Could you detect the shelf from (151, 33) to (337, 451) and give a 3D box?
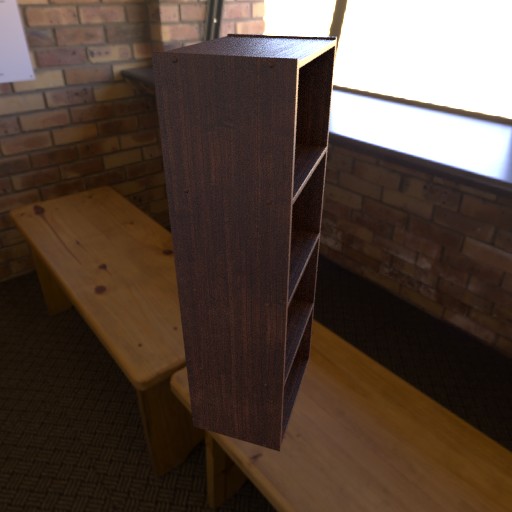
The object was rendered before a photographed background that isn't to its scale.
[{"bbox_3d":[0.000,0.000,1.266,0.290,1.099,0.415,10,33,16],"label":"shelf"}]
